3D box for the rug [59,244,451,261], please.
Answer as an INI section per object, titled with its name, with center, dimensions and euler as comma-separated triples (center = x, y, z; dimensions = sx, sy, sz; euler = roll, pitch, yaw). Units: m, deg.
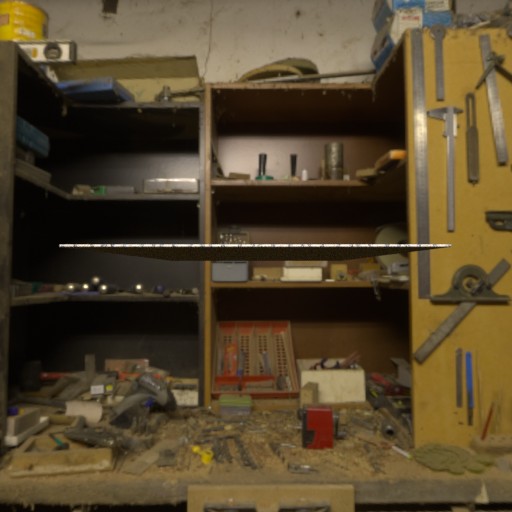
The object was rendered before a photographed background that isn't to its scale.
[rug]
center = 0.000, 0.000, 2.290
dimensions = 1.220, 0.008, 1.824
euler = 0, -2, 0
